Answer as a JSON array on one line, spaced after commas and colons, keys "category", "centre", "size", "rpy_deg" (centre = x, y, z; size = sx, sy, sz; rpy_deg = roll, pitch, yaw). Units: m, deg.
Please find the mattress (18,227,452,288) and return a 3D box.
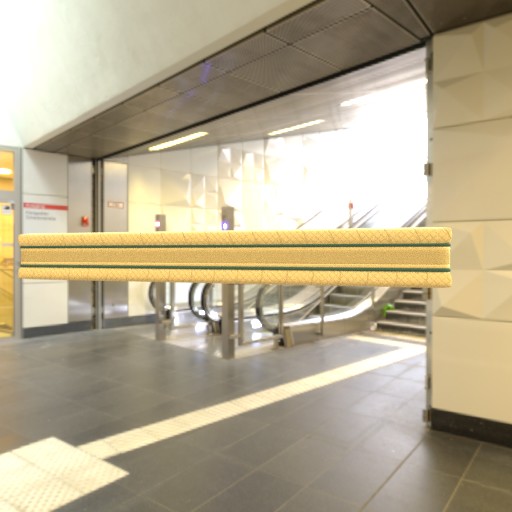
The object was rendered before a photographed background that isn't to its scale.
[{"category": "mattress", "centre": [0.000, 0.000, 2.680], "size": [2.000, 0.230, 1.600], "rpy_deg": [0, 0, 17]}]
